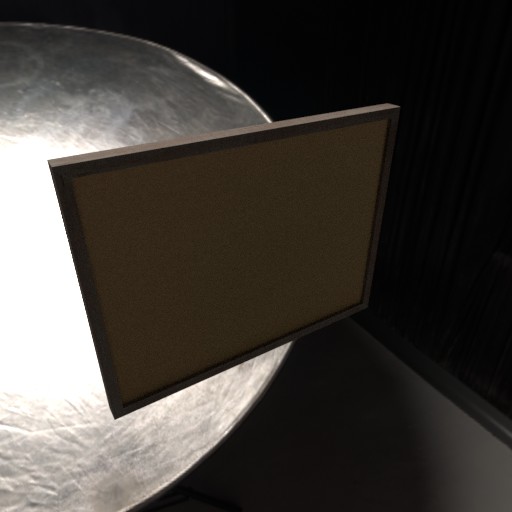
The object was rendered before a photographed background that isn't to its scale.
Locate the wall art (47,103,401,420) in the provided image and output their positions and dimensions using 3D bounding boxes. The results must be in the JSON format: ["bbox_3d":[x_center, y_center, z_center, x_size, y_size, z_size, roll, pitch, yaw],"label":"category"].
[{"bbox_3d":[0.000,0.000,1.760,1.320,1.009,0.070,-18,35,-27],"label":"wall art"}]
